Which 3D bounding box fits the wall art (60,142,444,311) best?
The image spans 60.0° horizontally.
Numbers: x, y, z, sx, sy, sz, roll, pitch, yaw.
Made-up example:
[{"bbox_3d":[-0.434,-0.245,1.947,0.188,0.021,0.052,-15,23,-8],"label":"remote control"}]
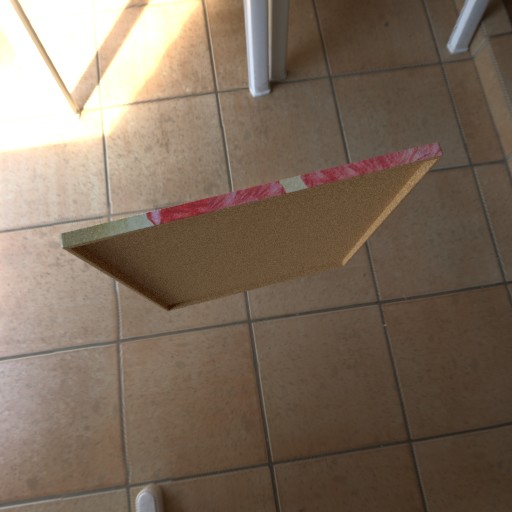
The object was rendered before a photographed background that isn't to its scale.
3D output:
[{"bbox_3d":[0.000,0.000,1.350,0.762,1.015,0.031,-14,77,-3],"label":"wall art"}]
